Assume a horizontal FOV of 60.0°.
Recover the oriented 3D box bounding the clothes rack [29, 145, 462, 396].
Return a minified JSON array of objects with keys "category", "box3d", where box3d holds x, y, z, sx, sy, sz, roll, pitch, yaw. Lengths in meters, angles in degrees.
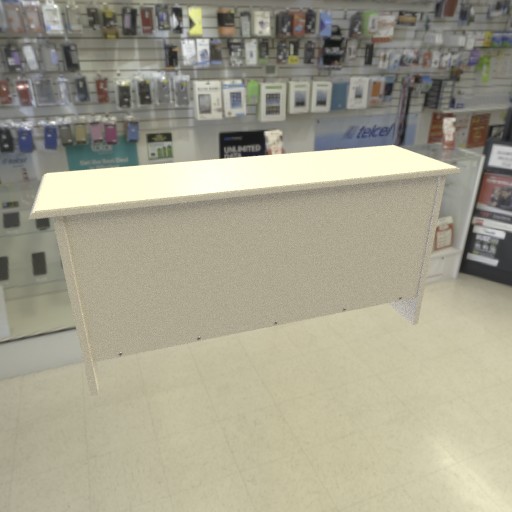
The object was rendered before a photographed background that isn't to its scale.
[{"category":"clothes rack","box3d":[0.000,0.000,1.341,1.120,0.531,0.324,-9,27,-17]}]
